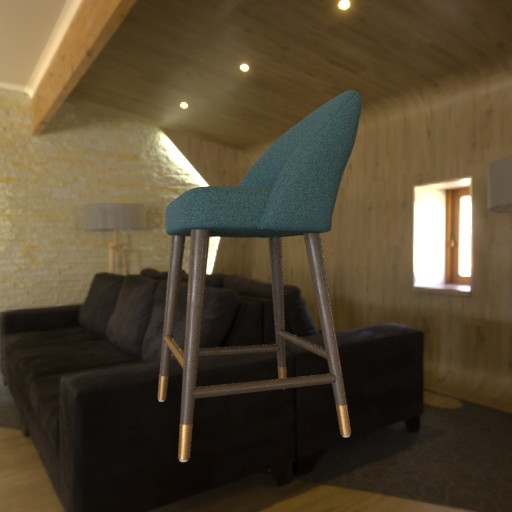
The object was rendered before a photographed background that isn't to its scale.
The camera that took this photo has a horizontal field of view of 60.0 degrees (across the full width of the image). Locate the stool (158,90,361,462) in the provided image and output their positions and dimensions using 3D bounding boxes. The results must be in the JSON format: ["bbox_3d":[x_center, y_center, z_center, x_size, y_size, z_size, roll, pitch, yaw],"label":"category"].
[{"bbox_3d":[0.000,0.000,1.302,0.522,0.939,0.536,0,0,-19],"label":"stool"}]
